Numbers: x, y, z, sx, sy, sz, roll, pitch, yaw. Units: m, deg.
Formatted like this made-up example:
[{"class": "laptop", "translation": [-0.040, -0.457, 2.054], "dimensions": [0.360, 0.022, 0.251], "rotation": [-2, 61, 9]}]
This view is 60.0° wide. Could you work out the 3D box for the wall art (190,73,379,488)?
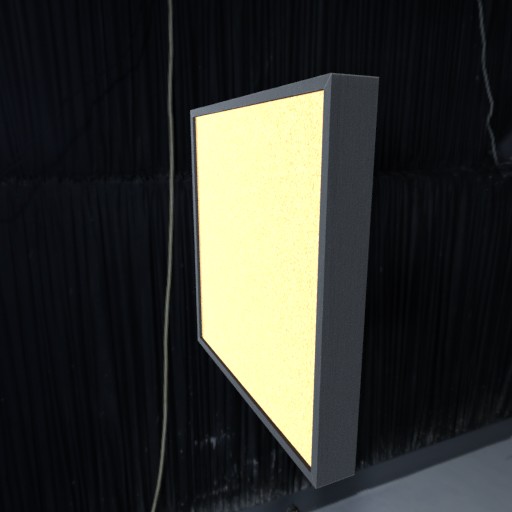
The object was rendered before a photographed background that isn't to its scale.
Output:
[{"class": "wall art", "translation": [0.000, 0.000, 0.454], "dimensions": [0.037, 0.305, 0.305], "rotation": [-6, 15, -24]}]
